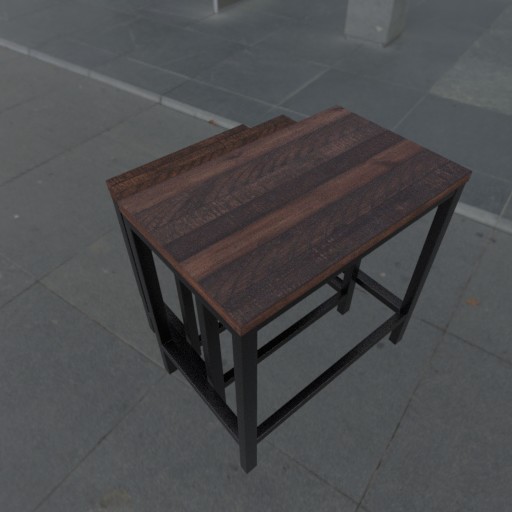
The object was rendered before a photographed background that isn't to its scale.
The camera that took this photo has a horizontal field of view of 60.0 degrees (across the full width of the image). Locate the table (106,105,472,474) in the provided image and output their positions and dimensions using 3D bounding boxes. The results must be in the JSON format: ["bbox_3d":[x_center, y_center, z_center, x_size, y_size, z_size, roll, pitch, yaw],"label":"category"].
[{"bbox_3d":[0.000,0.000,1.169,0.608,0.616,0.660,-31,53,-27],"label":"table"}]
